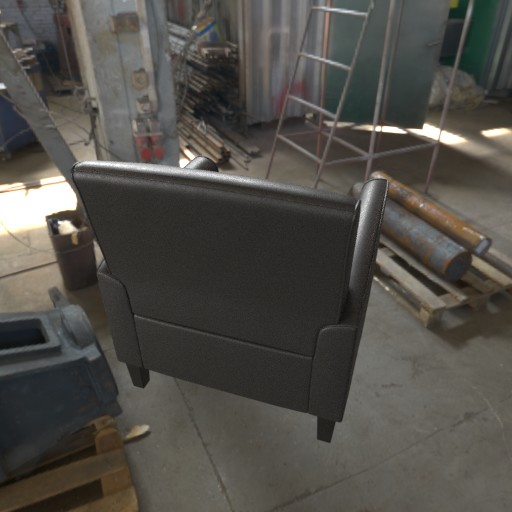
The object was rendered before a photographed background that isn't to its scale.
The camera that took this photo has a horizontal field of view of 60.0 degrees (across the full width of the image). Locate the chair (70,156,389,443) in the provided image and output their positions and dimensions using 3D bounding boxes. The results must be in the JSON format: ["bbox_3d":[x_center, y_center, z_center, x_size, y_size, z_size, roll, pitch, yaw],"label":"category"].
[{"bbox_3d":[0.000,0.000,1.589,0.820,0.916,0.819,11,35,16],"label":"chair"}]
